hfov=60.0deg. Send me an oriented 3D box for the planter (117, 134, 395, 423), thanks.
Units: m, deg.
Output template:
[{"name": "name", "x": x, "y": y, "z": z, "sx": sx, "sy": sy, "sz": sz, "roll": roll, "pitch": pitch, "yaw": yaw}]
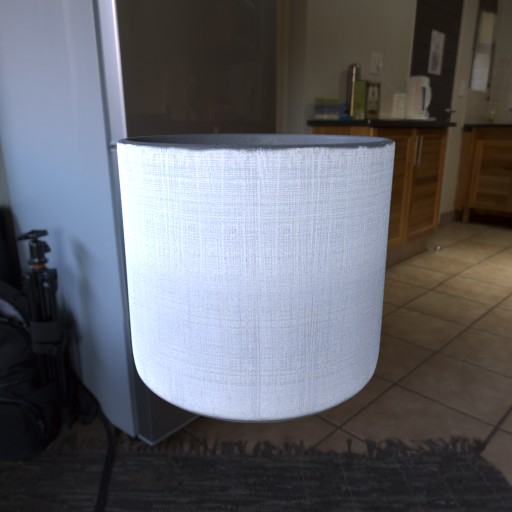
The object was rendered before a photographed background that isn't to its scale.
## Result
[{"name": "planter", "x": 0.000, "y": 0.000, "z": 0.389, "sx": 0.221, "sy": 0.201, "sz": 0.221, "roll": 0, "pitch": 17, "yaw": 0}]
